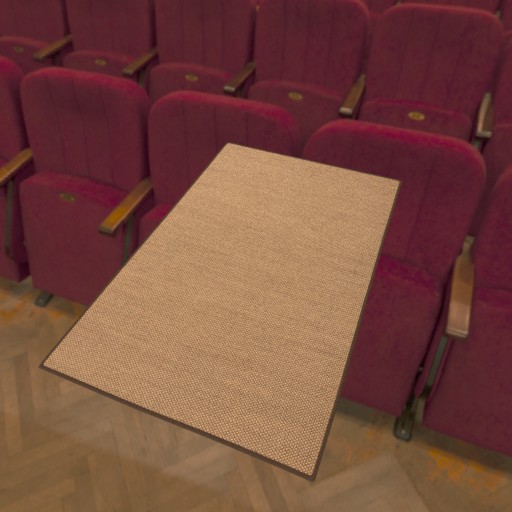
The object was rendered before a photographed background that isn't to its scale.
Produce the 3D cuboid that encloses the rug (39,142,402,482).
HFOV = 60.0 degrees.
[{"bbox_3d":[0.000,0.000,2.040,1.067,0.013,1.676,16,48,15],"label":"rug"}]
